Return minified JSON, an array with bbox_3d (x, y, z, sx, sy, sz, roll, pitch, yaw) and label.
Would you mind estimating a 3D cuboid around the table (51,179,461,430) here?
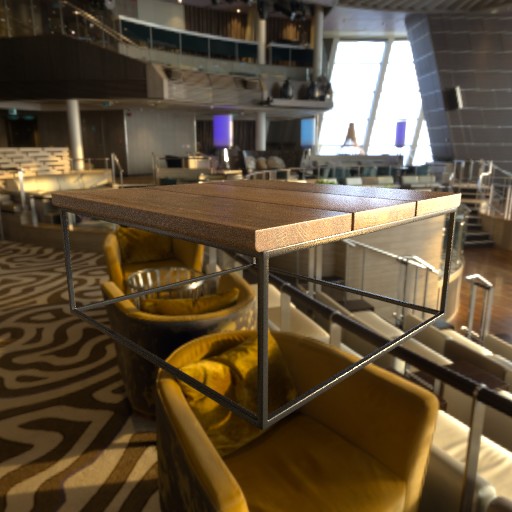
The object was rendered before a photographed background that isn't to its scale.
[{"bbox_3d":[0.000,0.000,1.423,0.900,0.400,0.900,-13,19,-43],"label":"table"}]
